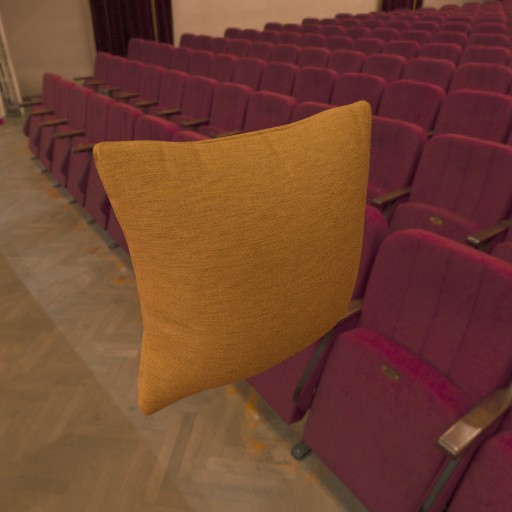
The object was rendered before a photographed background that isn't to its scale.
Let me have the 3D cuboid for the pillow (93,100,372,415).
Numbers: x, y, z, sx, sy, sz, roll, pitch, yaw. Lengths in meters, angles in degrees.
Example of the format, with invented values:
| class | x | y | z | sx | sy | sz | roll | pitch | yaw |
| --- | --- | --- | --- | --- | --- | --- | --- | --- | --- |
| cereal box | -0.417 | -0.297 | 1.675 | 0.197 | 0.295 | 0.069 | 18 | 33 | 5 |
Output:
| class | x | y | z | sx | sy | sz | roll | pitch | yaw |
| --- | --- | --- | --- | --- | --- | --- | --- | --- | --- |
| pillow | 0.000 | 0.000 | 0.684 | 0.435 | 0.417 | 0.247 | -20 | 35 | -30 |
